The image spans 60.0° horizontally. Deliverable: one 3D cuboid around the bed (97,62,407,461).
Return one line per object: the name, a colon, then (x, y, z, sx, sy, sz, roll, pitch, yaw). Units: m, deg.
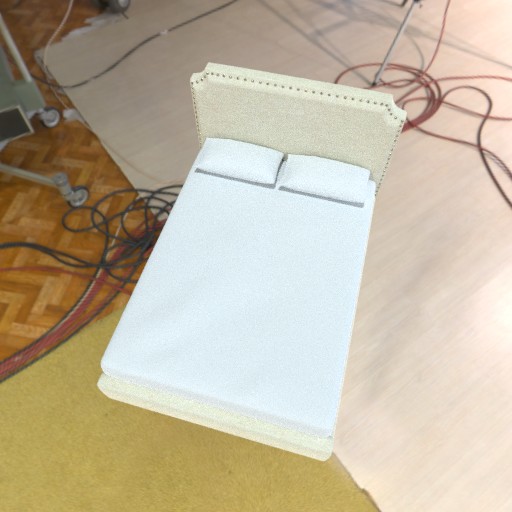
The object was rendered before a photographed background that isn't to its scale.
bed: (0.000, 0.000, 3.376, 1.713, 1.457, 2.381, 13, 59, 8)
